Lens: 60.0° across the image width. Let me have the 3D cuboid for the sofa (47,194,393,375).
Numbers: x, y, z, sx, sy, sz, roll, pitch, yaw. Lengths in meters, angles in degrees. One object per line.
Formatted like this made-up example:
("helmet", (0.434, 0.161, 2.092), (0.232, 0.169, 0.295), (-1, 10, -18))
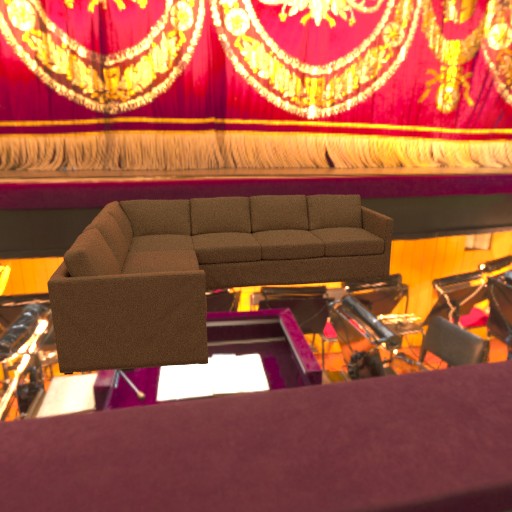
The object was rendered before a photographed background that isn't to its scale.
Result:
("sofa", (0.000, 0.000, 4.304), (3.182, 0.871, 2.432), (-3, 16, -11))
